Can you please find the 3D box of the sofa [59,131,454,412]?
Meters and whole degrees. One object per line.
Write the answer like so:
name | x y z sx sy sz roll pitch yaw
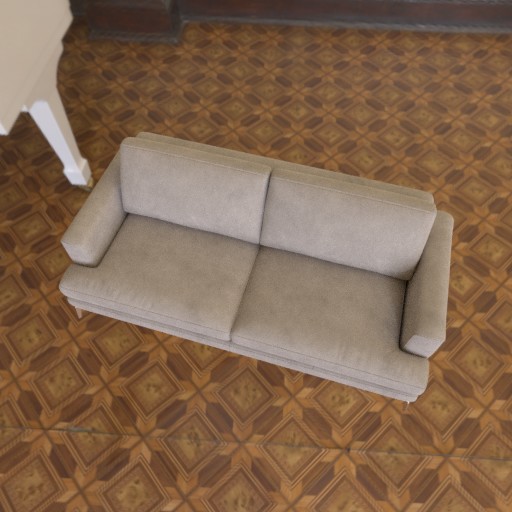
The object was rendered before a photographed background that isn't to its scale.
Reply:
sofa | 0.000 0.000 2.475 2.013 0.830 0.980 14 58 9
